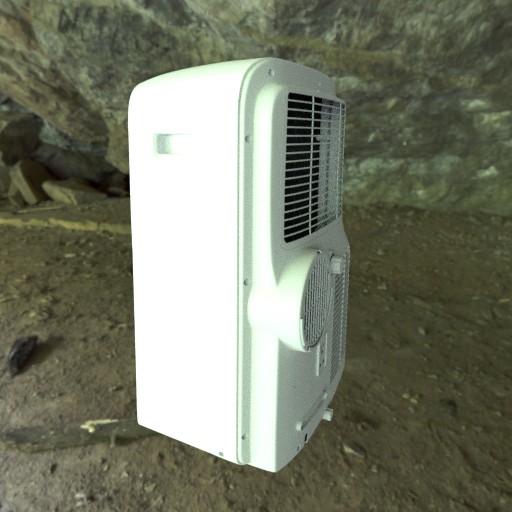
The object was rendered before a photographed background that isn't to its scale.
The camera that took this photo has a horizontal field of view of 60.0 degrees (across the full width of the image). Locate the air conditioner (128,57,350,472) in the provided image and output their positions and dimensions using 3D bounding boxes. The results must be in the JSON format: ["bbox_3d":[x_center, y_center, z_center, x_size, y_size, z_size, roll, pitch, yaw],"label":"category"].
[{"bbox_3d":[0.000,0.000,0.913,0.365,0.700,0.454,7,17,25],"label":"air conditioner"}]
